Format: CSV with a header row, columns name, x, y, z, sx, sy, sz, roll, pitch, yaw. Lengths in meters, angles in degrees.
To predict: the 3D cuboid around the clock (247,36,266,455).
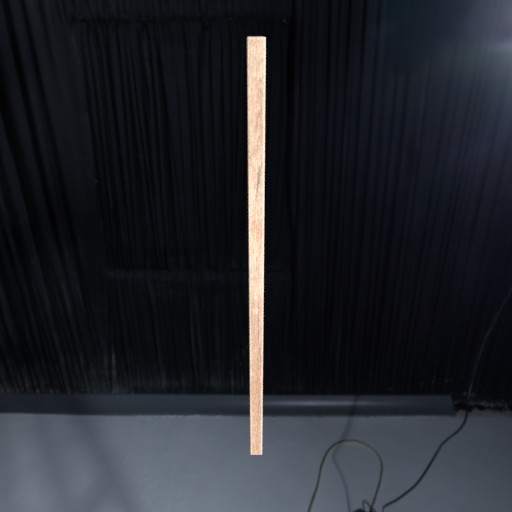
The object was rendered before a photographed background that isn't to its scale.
name,x,y,z,sx,sy,sz,roll,pitch,yaw
clock,0.000,0.000,1.087,0.030,0.965,0.361,0,26,0
